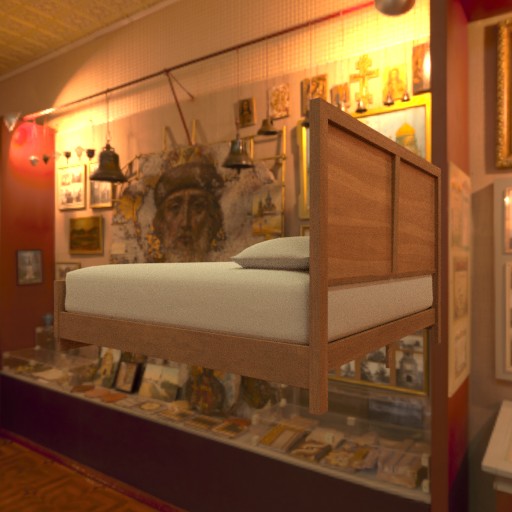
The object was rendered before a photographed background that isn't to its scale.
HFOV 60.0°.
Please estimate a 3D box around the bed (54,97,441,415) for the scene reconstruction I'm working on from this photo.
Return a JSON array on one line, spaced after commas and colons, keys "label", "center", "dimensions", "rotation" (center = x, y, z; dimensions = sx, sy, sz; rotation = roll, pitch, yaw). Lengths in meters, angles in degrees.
[{"label": "bed", "center": [0.000, 0.000, 3.385], "dimensions": [2.184, 1.387, 2.003], "rotation": [0, 0, 37]}]
